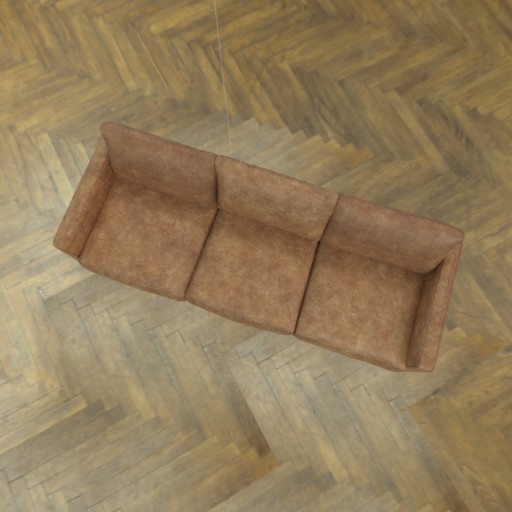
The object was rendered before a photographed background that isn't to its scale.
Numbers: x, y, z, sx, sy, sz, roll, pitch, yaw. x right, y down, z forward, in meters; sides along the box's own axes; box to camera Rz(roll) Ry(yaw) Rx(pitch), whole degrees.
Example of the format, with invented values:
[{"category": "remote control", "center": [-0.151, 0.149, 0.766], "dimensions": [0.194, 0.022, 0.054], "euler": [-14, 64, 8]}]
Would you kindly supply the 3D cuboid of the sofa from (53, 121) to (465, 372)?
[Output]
[{"category": "sofa", "center": [0.000, 0.000, 2.441], "dimensions": [2.029, 0.863, 0.748], "euler": [18, 76, 5]}]
